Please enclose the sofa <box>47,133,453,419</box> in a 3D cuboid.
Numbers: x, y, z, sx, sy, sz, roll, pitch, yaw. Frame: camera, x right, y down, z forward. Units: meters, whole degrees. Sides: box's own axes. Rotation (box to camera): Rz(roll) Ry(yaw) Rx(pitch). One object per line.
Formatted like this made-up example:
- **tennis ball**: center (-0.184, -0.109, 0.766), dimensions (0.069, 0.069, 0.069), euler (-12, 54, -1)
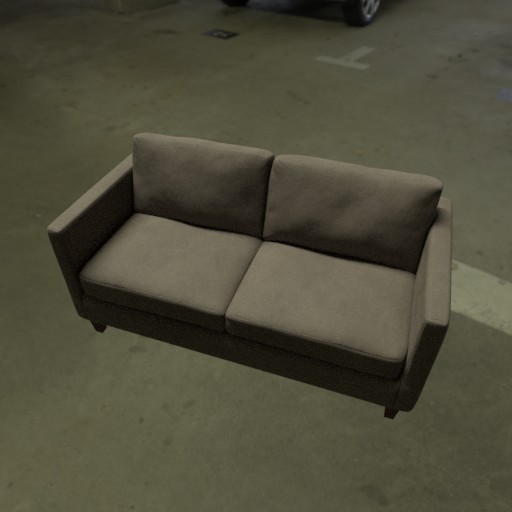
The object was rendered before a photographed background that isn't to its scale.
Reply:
- **sofa**: center (0.000, 0.000, 2.401), dimensions (1.884, 0.963, 0.950), euler (13, 42, 14)
